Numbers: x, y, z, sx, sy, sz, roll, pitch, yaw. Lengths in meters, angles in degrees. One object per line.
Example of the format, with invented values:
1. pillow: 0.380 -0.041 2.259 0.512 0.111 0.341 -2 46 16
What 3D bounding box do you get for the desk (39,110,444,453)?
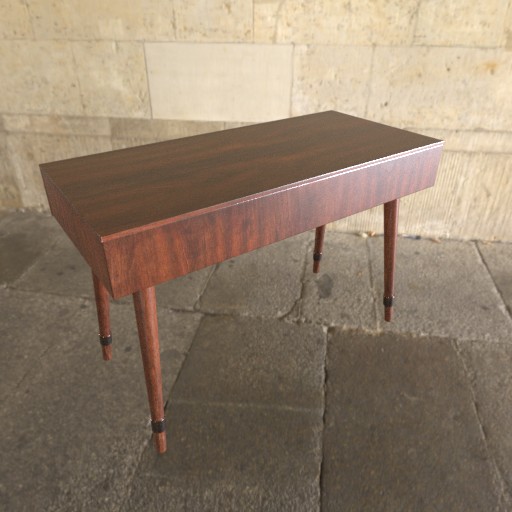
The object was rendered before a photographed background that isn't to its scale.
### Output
1. desk: 0.000 0.000 2.141 1.577 1.031 0.734 -20 36 -30
